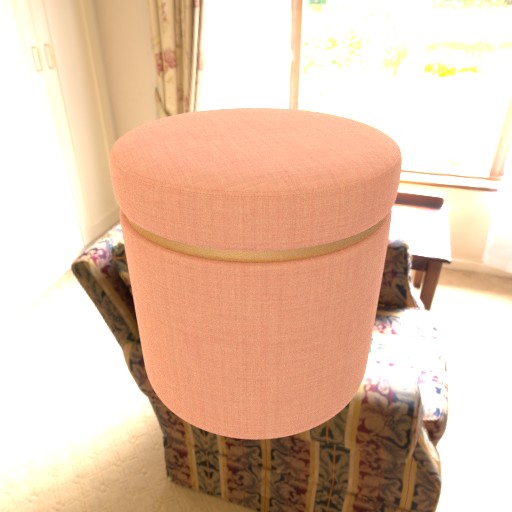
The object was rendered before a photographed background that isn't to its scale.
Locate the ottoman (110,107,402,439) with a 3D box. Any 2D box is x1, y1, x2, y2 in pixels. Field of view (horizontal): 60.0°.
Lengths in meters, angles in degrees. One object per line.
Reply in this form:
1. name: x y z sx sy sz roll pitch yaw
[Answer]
1. ottoman: 0.000 0.000 0.715 0.400 0.406 0.400 0 30 0
